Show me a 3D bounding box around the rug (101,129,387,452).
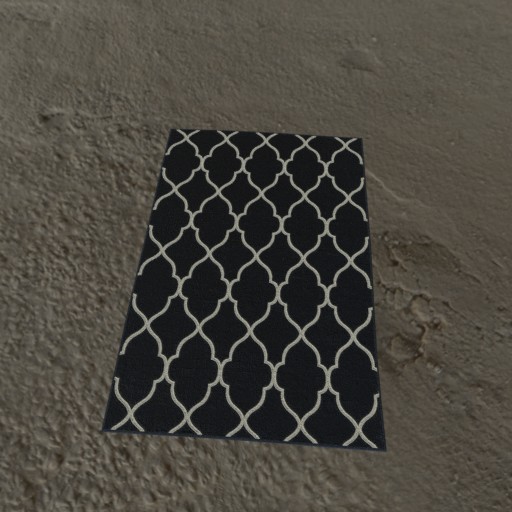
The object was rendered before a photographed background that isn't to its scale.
[{"bbox_3d":[0.000,0.000,2.924,1.526,0.014,2.290,3,59,2],"label":"rug"}]
